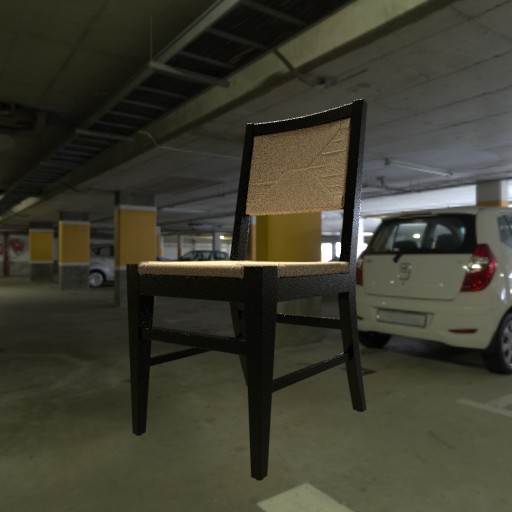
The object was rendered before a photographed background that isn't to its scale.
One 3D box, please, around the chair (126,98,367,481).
[{"bbox_3d":[0.000,0.000,1.239,0.437,0.927,0.552,0,0,36],"label":"chair"}]
